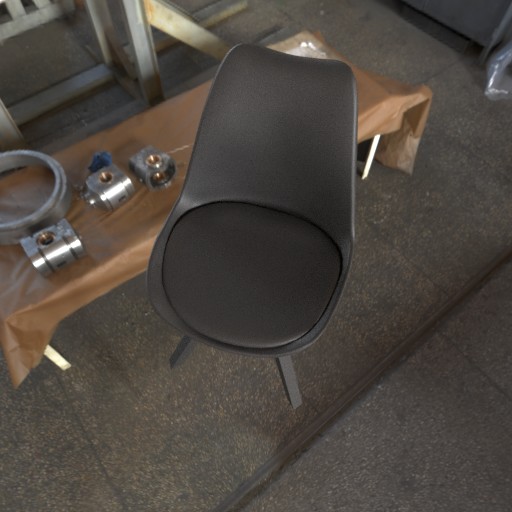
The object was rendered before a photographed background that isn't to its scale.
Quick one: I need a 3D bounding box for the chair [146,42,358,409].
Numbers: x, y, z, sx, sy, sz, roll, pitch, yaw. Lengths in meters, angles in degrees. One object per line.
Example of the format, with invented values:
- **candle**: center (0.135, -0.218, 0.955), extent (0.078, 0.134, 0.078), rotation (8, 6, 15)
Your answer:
- **chair**: center (0.000, 0.000, 1.175), extent (0.485, 0.850, 0.550), rotation (15, 60, 9)
